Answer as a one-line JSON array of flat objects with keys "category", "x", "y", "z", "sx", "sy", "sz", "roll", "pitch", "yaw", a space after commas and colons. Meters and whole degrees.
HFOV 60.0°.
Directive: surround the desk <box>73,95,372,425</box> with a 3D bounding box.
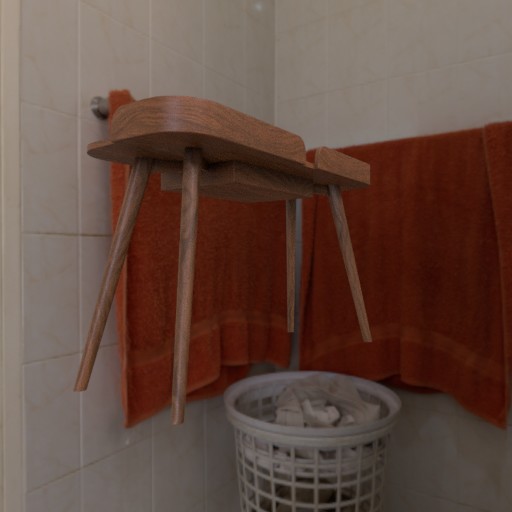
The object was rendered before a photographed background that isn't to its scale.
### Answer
[{"category": "desk", "x": 0.000, "y": 0.000, "z": 1.689, "sx": 0.486, "sy": 0.800, "sz": 1.256, "roll": 0, "pitch": 1, "yaw": 36}]
